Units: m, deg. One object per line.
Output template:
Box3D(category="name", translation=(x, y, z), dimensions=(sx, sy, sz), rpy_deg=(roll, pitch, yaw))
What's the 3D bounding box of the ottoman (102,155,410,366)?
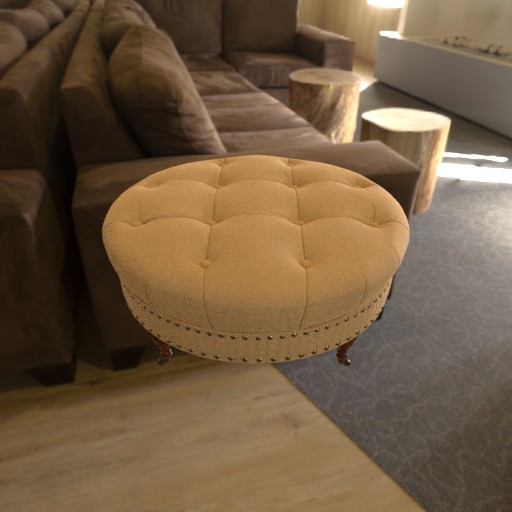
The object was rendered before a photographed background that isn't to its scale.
Box3D(category="ottoman", translation=(0.000, 0.000, 1.432), dimensions=(0.901, 0.439, 0.901), rpy_deg=(0, 33, 0))
